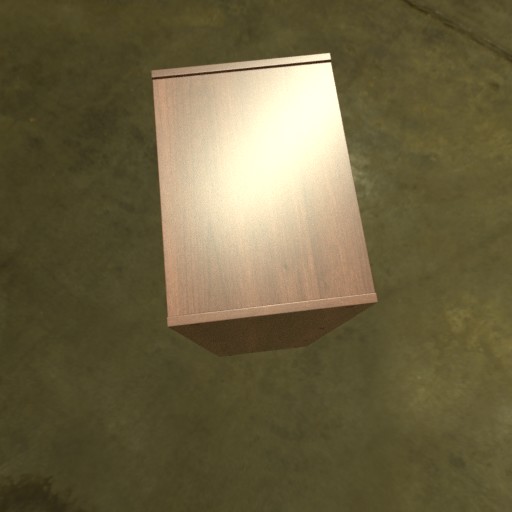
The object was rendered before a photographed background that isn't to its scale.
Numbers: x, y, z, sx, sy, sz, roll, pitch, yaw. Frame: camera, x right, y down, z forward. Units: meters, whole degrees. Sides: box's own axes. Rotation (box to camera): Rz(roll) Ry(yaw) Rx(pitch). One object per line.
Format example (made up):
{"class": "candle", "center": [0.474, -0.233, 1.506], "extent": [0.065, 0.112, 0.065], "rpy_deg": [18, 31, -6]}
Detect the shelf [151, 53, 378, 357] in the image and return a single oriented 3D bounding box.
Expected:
{"class": "shelf", "center": [0.000, 0.000, 1.083], "extent": [0.290, 0.879, 0.414], "rpy_deg": [-6, 75, -2]}
